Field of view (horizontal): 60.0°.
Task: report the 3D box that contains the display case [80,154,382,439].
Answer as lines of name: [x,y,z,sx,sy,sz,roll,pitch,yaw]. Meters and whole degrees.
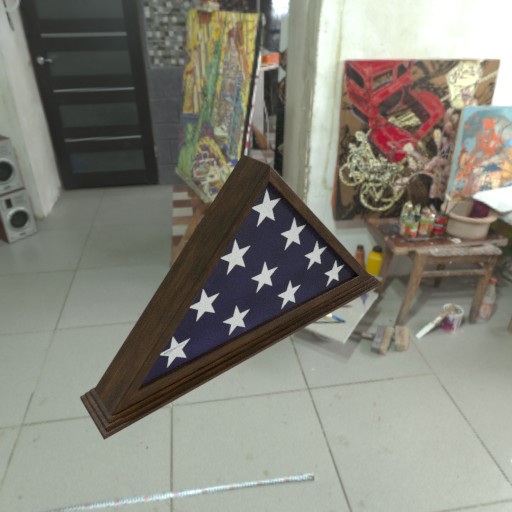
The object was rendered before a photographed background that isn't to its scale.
display case: [0.000,0.000,0.760,0.640,0.340,0.095,-22,37,-32]
